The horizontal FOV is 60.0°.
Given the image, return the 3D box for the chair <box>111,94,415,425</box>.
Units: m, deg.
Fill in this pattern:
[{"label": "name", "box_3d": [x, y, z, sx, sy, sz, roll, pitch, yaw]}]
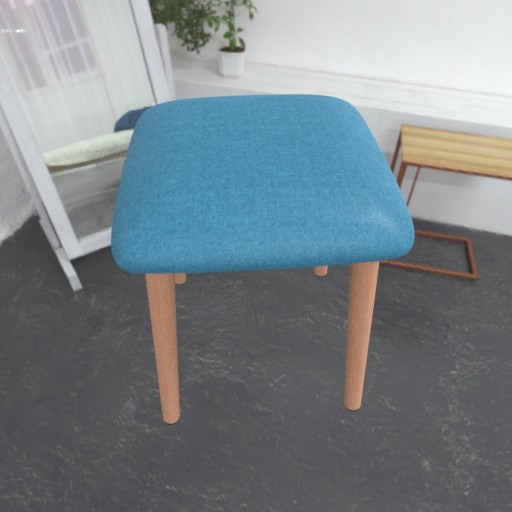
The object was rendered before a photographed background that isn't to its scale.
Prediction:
[{"label": "chair", "box_3d": [0.000, 0.000, 0.726, 0.360, 0.450, 0.360, -3, 45, -3]}]
